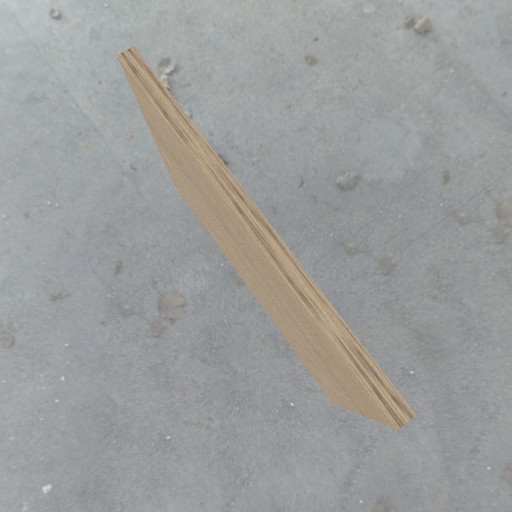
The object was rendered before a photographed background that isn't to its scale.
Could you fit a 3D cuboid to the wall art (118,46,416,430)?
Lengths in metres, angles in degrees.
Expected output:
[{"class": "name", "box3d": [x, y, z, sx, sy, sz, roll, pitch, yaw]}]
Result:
[{"class": "wall art", "box3d": [0.000, 0.000, 1.077, 0.063, 0.609, 0.841, -35, 78, -8]}]
